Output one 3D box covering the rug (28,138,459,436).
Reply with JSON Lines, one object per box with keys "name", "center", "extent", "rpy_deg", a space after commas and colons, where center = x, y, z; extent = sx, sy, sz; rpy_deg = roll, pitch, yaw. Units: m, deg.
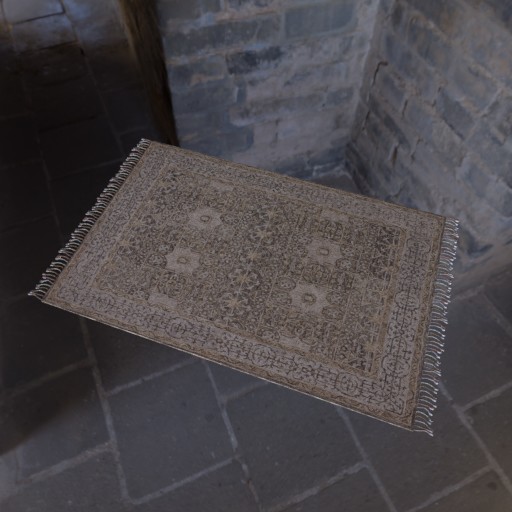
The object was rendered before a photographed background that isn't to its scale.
{"name": "rug", "center": [0.000, 0.000, 2.380], "extent": [2.029, 0.010, 1.237], "rpy_deg": [17, 58, 11]}
